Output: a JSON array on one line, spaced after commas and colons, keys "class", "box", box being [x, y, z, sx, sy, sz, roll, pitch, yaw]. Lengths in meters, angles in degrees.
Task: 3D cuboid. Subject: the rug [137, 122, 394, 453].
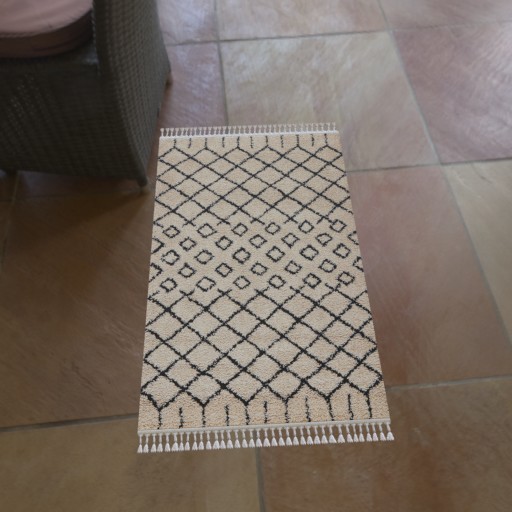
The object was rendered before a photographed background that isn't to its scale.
[{"class": "rug", "box": [0.000, 0.000, 2.523, 1.196, 0.008, 2.006, -2, 62, -1]}]
